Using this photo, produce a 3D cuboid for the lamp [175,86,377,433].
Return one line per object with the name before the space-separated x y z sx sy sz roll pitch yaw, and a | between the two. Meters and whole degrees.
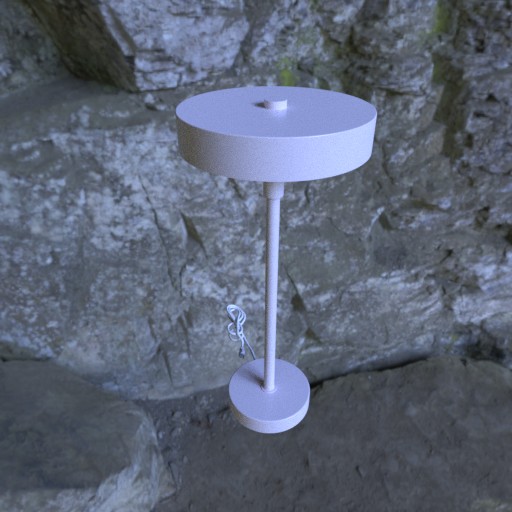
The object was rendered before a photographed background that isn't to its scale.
lamp | 0.000 0.000 0.698 0.229 0.508 0.369 -10 34 -15
